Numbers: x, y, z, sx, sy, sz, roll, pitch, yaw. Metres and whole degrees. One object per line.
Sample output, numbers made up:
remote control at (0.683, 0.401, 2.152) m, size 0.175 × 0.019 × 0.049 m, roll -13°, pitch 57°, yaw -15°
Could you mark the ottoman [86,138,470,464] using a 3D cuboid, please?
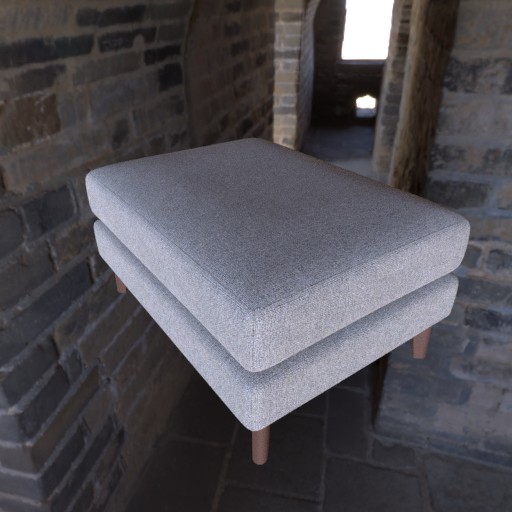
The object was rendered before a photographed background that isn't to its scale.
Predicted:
ottoman at (0.000, 0.000, 1.182) m, size 0.611 × 0.441 × 0.821 m, roll -20°, pitch 35°, yaw -31°
